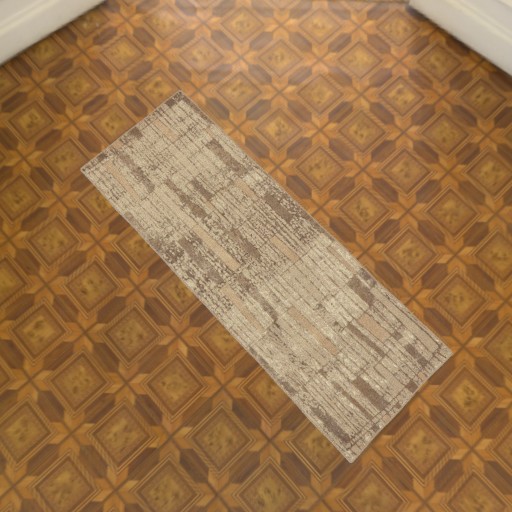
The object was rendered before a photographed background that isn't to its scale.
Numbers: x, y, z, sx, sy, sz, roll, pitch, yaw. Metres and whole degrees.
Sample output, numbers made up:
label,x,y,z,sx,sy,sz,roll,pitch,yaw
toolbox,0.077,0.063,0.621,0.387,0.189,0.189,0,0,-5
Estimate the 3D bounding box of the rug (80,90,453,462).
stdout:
label,x,y,z,sx,sy,sz,roll,pitch,yaw
rug,0.000,0.000,2.678,0.857,0.018,2.383,-42,79,-10
